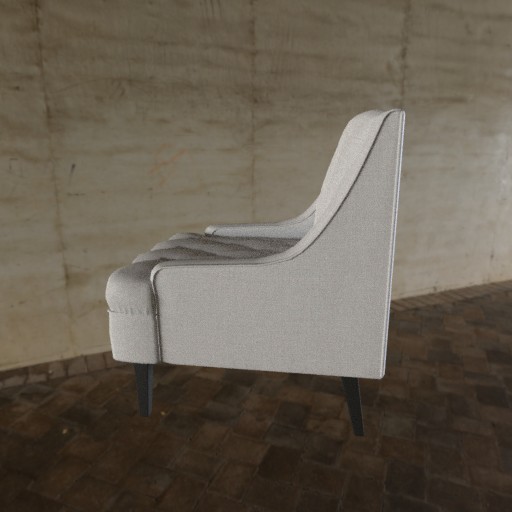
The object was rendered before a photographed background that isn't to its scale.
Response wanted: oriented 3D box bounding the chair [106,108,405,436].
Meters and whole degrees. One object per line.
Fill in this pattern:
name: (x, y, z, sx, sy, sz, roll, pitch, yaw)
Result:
chair: (0.000, 0.000, 1.454, 0.772, 0.891, 0.658, 2, 15, 8)
